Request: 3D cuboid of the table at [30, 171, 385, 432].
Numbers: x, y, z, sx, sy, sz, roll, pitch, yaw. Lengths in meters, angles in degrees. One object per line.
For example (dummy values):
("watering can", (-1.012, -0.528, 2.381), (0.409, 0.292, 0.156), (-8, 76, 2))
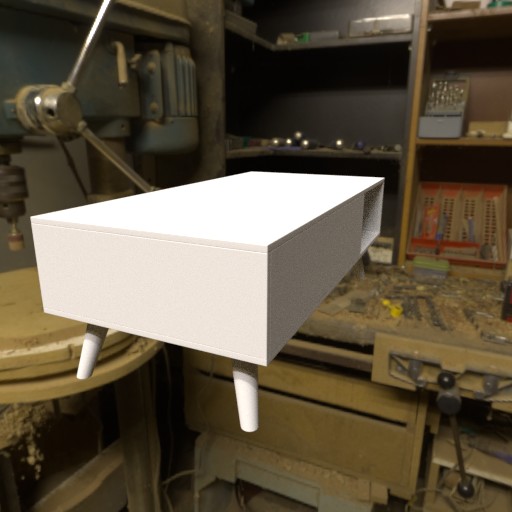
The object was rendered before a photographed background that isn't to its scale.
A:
("table", (0.000, 0.000, 1.494), (0.609, 0.432, 1.194), (8, 18, 24))
